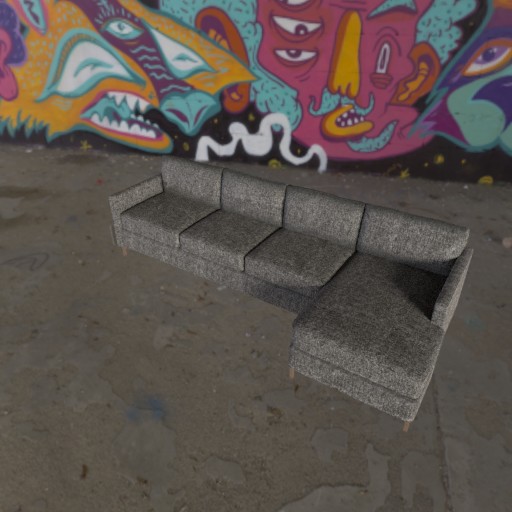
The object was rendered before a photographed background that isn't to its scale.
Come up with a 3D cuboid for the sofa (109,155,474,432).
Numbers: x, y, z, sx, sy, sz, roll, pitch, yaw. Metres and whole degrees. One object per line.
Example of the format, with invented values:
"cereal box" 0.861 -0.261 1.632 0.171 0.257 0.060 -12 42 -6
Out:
"sofa" 0.000 0.000 4.003 3.384 0.970 1.488 19 36 28
